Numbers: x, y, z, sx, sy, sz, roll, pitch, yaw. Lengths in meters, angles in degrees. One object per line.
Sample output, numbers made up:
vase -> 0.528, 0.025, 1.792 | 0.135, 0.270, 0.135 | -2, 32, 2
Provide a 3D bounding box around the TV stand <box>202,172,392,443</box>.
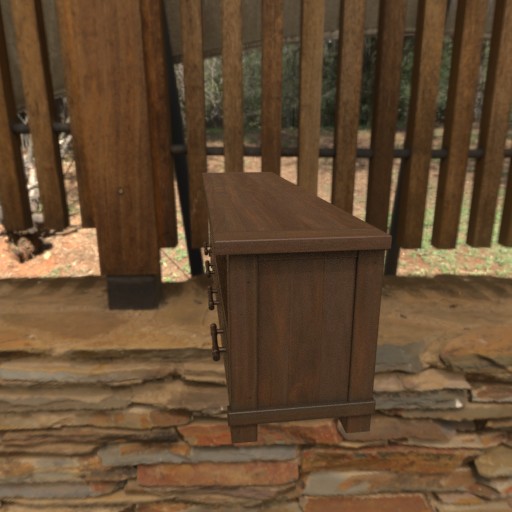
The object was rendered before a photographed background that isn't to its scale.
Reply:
TV stand -> 0.000, 0.000, 2.088 | 0.471, 0.615, 1.866 | -2, 16, -7
